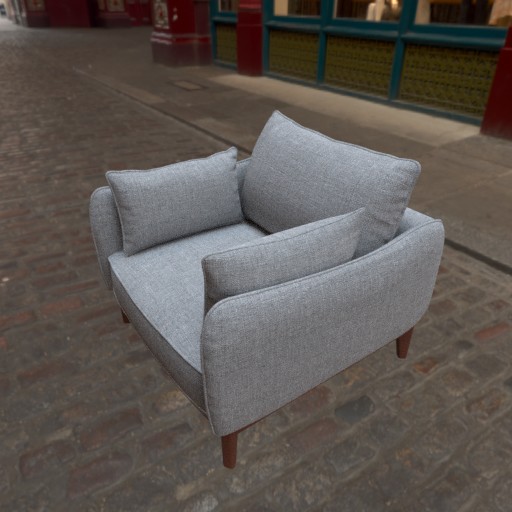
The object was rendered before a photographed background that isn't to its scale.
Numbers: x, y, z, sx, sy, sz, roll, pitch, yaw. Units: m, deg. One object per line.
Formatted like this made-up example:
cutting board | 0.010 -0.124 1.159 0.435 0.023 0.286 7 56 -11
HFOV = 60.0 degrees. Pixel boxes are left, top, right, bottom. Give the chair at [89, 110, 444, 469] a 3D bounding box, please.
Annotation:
chair | 0.000 0.000 1.693 0.976 0.839 0.993 -20 37 -30
